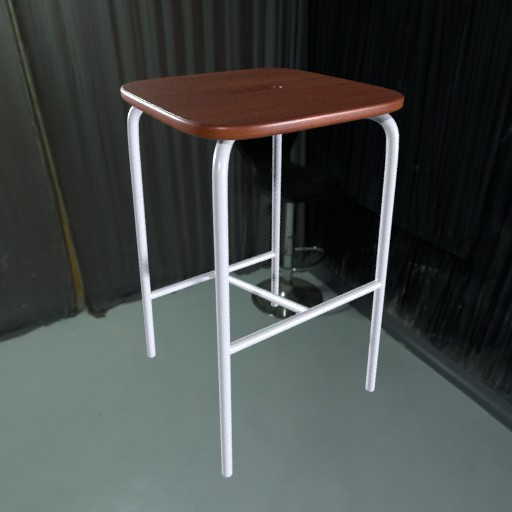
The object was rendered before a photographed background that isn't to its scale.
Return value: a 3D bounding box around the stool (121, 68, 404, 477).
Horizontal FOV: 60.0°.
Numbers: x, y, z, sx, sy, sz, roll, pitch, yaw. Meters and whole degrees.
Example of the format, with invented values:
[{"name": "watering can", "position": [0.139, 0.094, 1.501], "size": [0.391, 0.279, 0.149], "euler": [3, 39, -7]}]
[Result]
[{"name": "stool", "position": [0.000, 0.000, 0.850], "size": [0.376, 0.610, 0.376], "euler": [-19, 36, -28]}]
